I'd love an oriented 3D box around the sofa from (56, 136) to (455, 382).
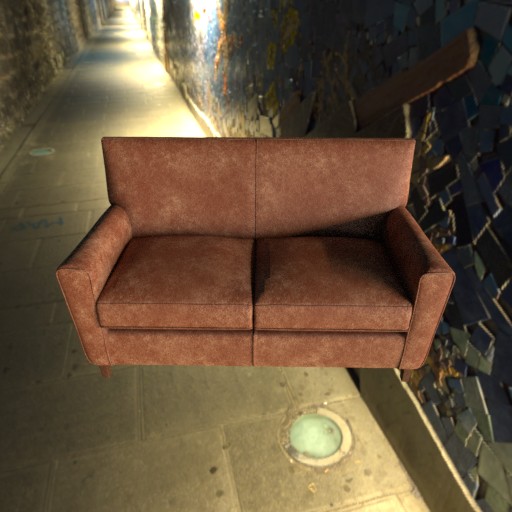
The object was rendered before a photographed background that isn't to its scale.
[{"bbox_3d":[0.000,0.000,1.999,1.473,0.871,0.787,1,31,1],"label":"sofa"}]
